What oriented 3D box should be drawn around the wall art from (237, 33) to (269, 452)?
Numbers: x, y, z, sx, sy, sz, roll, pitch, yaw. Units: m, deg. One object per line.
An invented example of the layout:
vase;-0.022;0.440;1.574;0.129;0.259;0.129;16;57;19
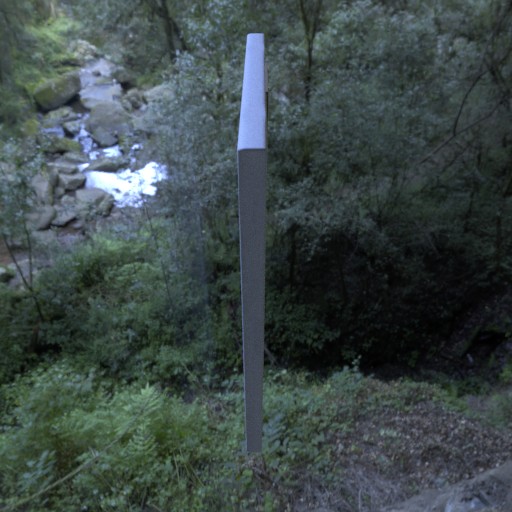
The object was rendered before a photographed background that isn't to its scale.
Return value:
wall art;0.000;0.000;1.152;0.048;0.916;0.602;0;41;0
